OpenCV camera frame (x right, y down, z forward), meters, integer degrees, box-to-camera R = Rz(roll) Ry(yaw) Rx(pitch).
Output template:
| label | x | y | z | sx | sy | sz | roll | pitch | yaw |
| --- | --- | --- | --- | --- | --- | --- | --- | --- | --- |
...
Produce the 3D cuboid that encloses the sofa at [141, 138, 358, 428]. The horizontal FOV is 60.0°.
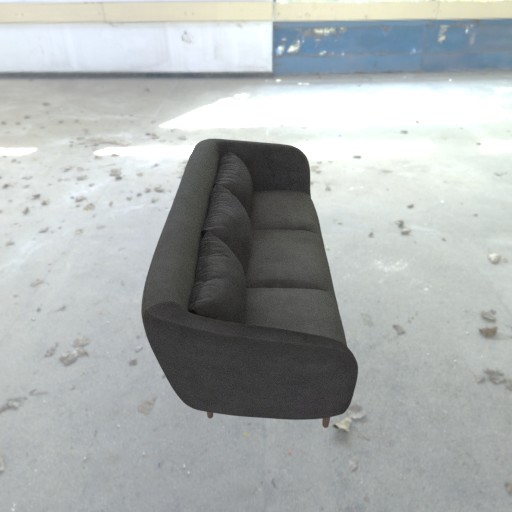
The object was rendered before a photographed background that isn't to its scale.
| label | x | y | z | sx | sy | sz | roll | pitch | yaw |
| --- | --- | --- | --- | --- | --- | --- | --- | --- | --- |
| sofa | 0.000 | 0.000 | 2.795 | 0.956 | 0.875 | 2.296 | 0 | 33 | 0 |
